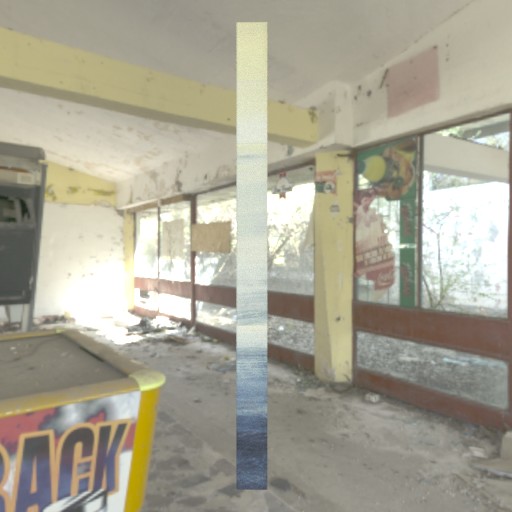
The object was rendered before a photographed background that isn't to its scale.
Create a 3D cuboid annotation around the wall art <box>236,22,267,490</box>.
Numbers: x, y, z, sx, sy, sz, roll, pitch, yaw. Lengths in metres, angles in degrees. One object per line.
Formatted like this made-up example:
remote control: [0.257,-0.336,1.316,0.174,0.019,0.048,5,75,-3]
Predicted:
wall art: [0.000,0.000,0.821,0.040,0.608,0.489,0,0,1]
